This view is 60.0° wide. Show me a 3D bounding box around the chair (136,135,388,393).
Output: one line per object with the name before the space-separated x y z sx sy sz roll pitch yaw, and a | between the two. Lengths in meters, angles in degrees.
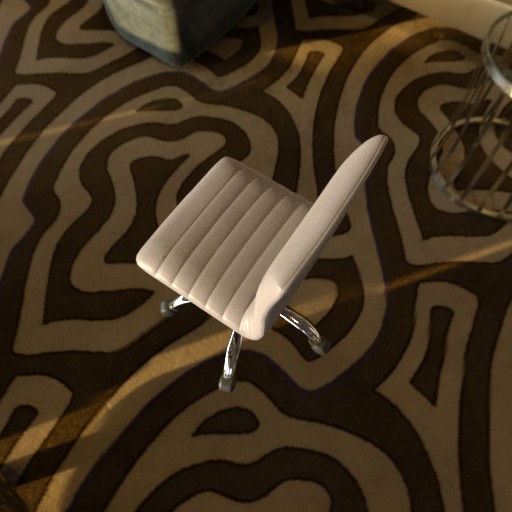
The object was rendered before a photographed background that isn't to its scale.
chair | 0.000 0.000 1.149 0.542 0.750 0.569 29 65 15
